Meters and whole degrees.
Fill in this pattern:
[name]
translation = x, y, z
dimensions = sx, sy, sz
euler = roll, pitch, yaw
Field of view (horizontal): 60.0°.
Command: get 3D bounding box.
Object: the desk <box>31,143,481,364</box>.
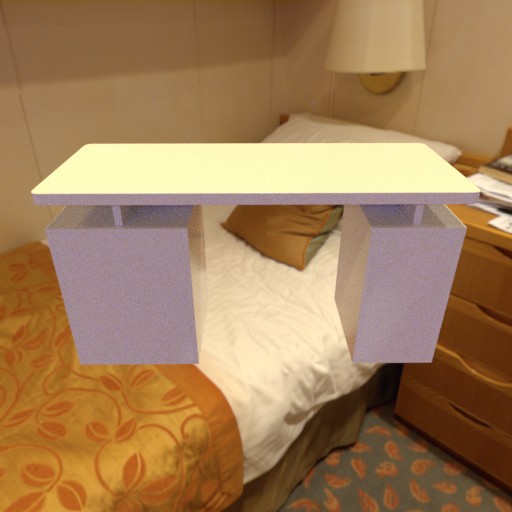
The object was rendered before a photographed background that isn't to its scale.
[desk]
translation = 0.000, 0.000, 1.788
dimensions = 1.400, 0.762, 0.550
euler = 0, 30, 0
